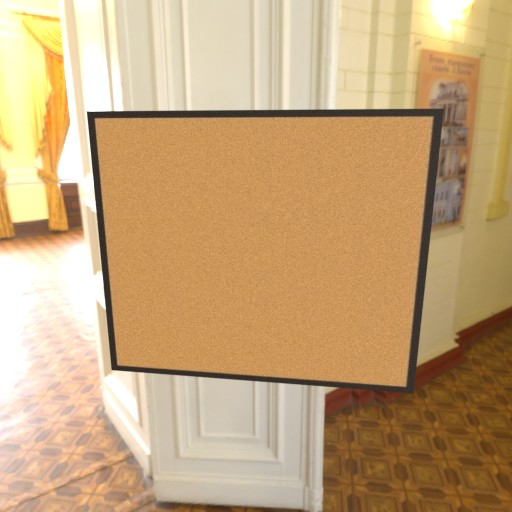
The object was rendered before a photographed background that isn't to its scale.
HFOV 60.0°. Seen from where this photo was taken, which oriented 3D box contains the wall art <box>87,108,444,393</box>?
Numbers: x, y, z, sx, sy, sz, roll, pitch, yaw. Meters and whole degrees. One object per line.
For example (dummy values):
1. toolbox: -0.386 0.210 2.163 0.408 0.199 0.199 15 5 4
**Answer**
1. wall art: 0.000 0.000 1.398 1.033 0.875 0.023 2 15 8
